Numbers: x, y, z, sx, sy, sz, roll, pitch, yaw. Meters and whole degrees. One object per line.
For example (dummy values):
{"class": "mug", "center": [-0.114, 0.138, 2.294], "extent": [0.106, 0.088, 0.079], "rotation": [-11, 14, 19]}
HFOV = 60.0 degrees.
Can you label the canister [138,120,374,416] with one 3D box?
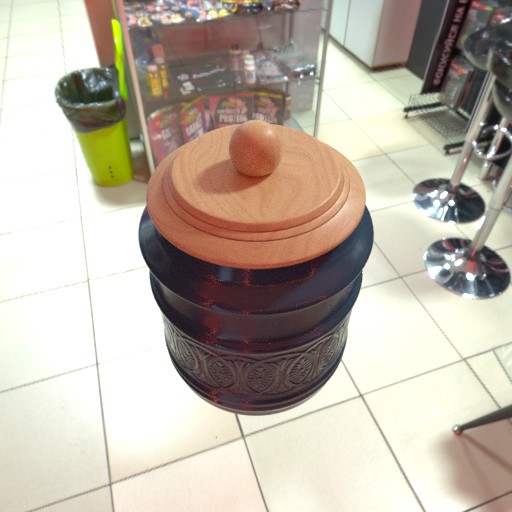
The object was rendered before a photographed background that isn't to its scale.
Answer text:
{"class": "canister", "center": [0.000, 0.000, 0.269], "extent": [0.130, 0.176, 0.130], "rotation": [0, 46, 0]}
